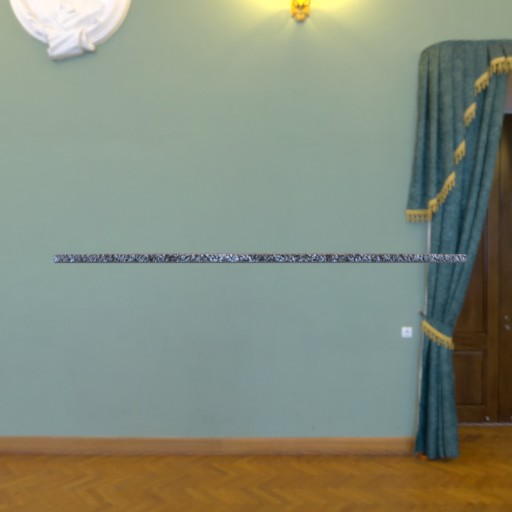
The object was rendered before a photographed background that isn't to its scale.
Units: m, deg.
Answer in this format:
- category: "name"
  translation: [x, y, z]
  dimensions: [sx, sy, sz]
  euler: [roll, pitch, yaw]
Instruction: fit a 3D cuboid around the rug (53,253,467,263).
- category: "rug"
  translation: [0.000, 0.000, 2.077]
  dimensions: [1.198, 0.025, 1.601]
  euler: [0, 1, -1]
